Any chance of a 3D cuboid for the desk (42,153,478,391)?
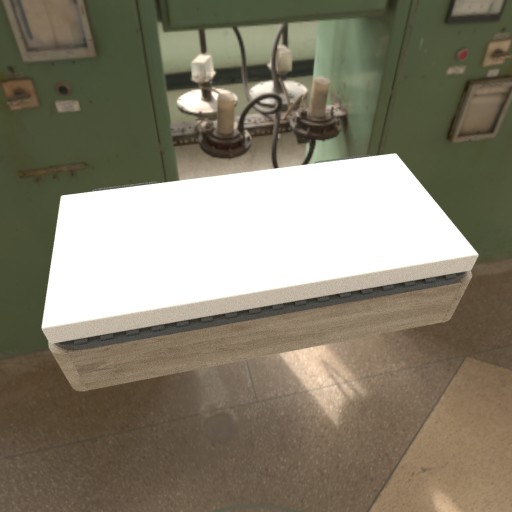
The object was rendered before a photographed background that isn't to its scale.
[{"bbox_3d":[0.000,0.000,2.267,1.900,0.455,0.900,-9,46,-9],"label":"desk"}]
